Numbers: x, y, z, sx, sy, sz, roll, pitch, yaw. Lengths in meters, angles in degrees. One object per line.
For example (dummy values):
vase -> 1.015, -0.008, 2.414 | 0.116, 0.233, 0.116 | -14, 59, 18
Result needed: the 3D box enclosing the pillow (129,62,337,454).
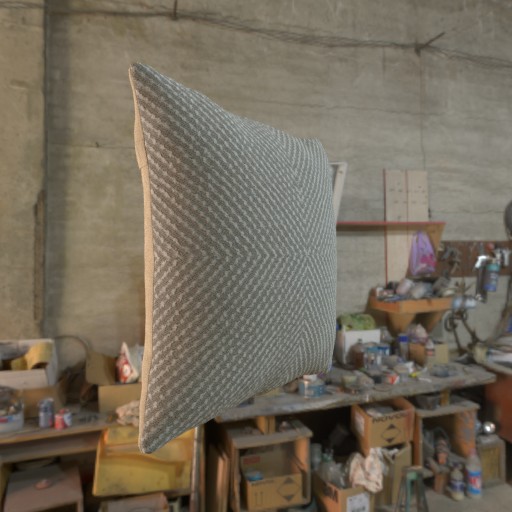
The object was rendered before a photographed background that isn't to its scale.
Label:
pillow -> 0.000, 0.000, 0.692 | 0.181, 0.458, 0.459 | 0, 0, 37
